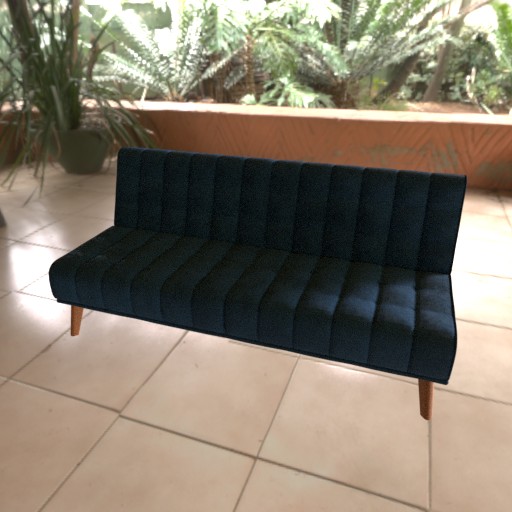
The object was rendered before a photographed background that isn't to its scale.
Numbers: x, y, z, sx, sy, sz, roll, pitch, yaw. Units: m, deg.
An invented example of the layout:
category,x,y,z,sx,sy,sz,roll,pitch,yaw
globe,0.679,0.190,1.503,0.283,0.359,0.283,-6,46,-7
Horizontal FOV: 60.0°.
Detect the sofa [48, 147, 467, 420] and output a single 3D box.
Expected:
category,x,y,z,sx,sy,sz,roll,pitch,yaw
sofa,0.000,0.000,2.181,1.804,0.813,0.855,9,28,17
